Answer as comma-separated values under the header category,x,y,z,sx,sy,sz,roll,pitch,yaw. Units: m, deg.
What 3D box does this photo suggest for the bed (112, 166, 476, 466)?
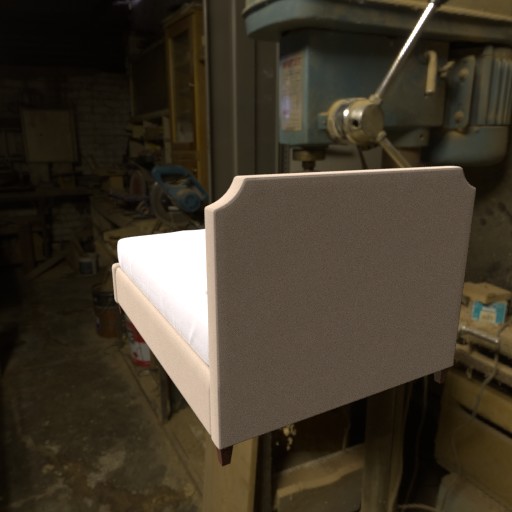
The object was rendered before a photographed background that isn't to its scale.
category,x,y,z,sx,sy,sz,roll,pitch,yaw
bed,0.000,0.000,3.350,1.703,1.415,2.329,-8,17,-28
